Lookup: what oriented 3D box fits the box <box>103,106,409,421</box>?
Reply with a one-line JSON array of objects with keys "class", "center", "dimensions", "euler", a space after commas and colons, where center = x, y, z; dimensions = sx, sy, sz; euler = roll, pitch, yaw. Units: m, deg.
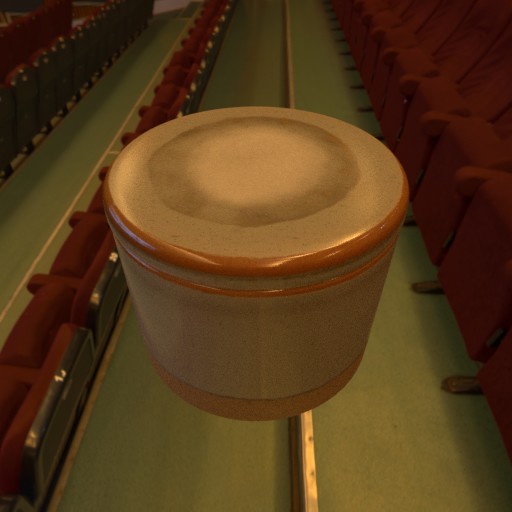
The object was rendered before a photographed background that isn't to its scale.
[{"class": "box", "center": [0.000, 0.000, 0.212], "dimensions": [0.123, 0.100, 0.123], "euler": [0, 41, 0]}]
